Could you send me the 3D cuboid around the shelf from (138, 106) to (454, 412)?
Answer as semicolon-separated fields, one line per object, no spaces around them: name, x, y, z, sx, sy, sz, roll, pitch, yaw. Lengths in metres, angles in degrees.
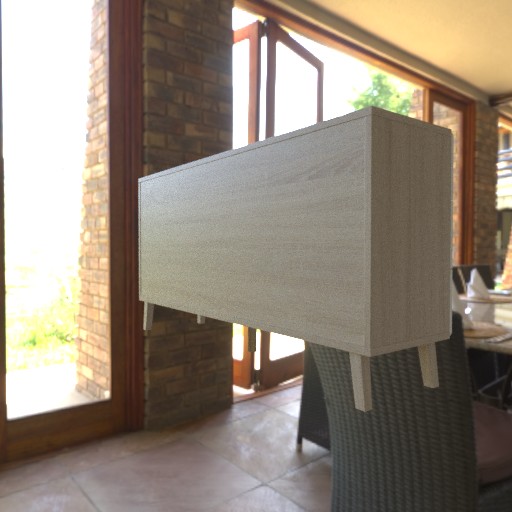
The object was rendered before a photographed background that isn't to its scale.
shelf;0.000;0.000;1.827;0.400;0.780;1.490;-1;1;-37
